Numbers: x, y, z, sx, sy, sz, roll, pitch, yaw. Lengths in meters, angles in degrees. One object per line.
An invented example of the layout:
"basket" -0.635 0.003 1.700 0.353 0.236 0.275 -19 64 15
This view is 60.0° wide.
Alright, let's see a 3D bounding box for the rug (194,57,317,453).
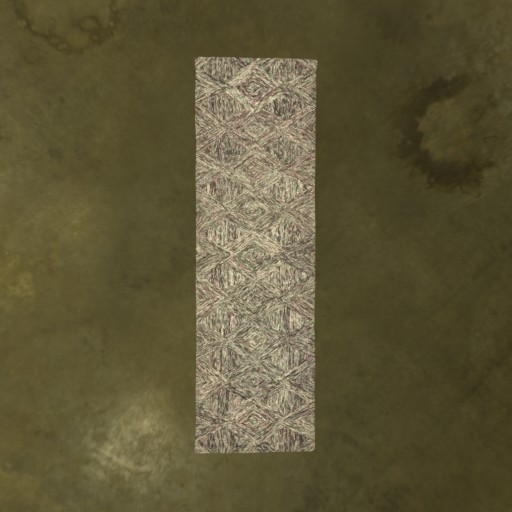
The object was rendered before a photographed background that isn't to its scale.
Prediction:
"rug" 0.000 0.000 2.588 0.719 0.013 2.305 0 91 -3
